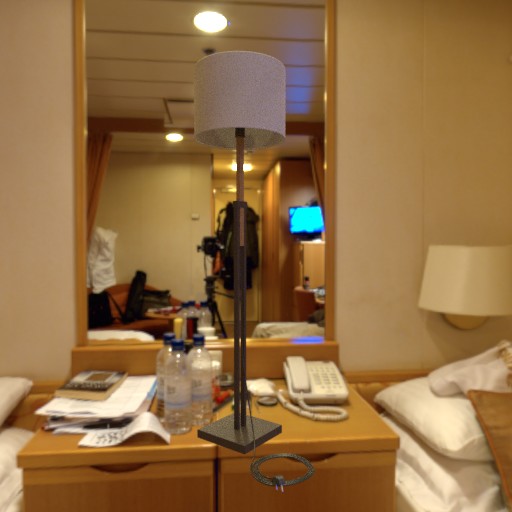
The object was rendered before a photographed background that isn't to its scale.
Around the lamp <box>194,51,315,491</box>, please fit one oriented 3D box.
[{"bbox_3d":[0.000,0.000,1.898,0.639,1.650,0.474,1,1,37],"label":"lamp"}]
